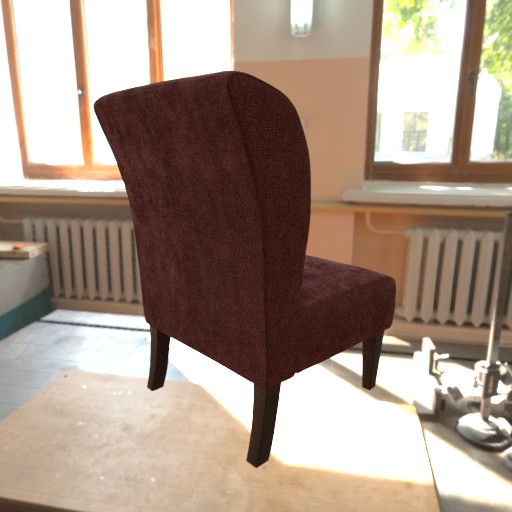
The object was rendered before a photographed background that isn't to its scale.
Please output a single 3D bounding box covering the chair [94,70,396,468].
[{"bbox_3d":[0.000,0.000,1.228,0.640,0.846,0.538,-12,18,-41],"label":"chair"}]
